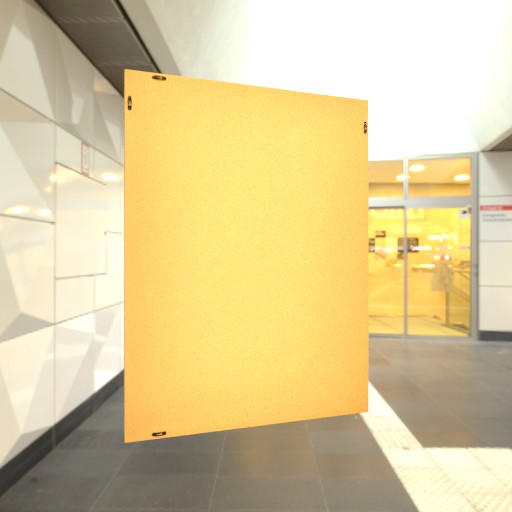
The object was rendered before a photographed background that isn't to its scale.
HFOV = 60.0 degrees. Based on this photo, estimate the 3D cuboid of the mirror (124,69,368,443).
[{"bbox_3d":[0.000,0.000,1.338,0.762,1.016,0.040,0,0,-18],"label":"mirror"}]
